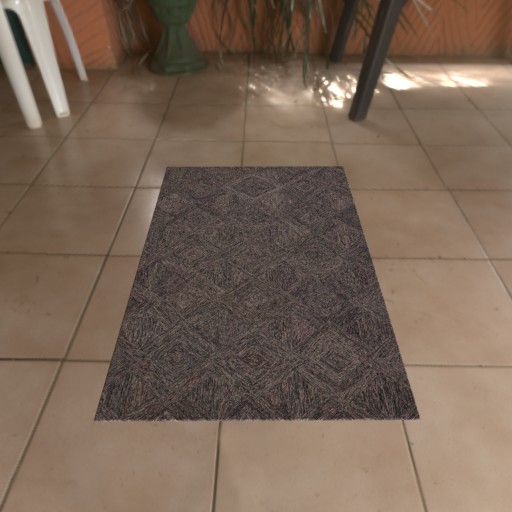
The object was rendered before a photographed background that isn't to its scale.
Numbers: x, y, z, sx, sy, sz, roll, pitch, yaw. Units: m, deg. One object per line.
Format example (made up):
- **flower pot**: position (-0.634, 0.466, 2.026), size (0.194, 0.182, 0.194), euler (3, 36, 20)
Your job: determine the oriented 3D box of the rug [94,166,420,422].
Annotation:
- **rug**: position (0.000, 0.000, 2.901), size (1.501, 0.017, 2.298), euler (0, 41, 0)
